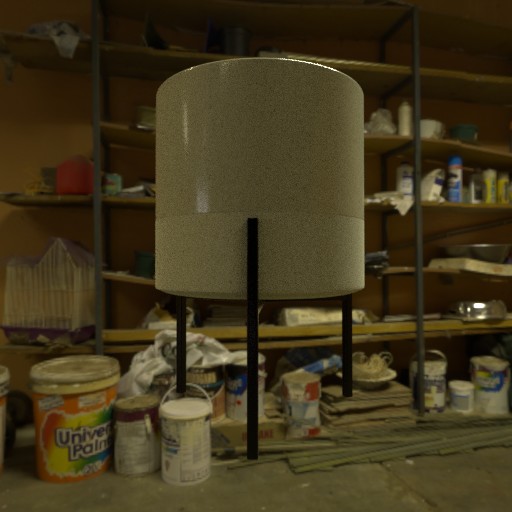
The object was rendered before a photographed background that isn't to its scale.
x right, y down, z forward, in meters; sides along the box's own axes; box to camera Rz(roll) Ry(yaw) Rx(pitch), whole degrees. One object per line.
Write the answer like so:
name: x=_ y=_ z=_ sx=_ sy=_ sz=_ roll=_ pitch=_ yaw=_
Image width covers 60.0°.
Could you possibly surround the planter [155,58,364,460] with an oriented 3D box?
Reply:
planter: x=0.000 y=0.000 z=0.333 sx=0.159 sy=0.230 sz=0.152 roll=-1 pitch=-1 yaw=34
